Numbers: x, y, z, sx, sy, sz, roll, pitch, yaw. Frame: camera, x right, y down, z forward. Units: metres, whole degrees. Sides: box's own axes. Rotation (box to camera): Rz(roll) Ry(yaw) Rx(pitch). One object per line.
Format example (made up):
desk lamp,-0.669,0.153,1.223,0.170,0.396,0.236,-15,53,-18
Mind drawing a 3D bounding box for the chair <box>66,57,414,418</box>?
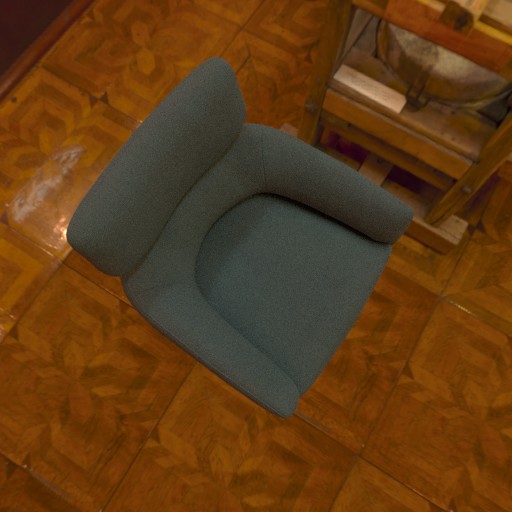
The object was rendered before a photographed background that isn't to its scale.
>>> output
chair,0.000,0.000,1.412,0.761,0.813,0.738,33,77,9
